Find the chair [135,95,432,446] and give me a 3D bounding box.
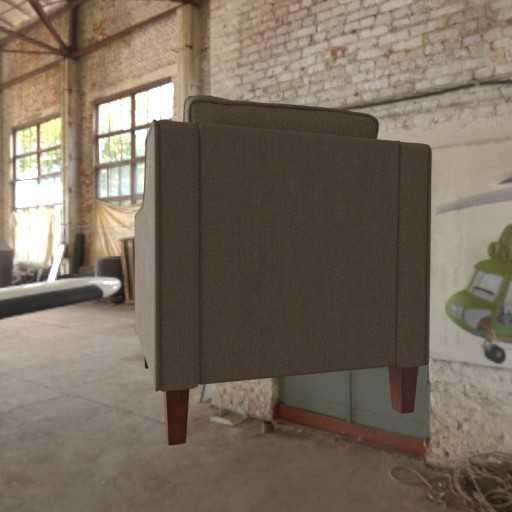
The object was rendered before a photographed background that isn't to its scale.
[{"bbox_3d":[0.000,0.000,1.645,0.831,0.960,0.909,0,1,-18],"label":"chair"}]
